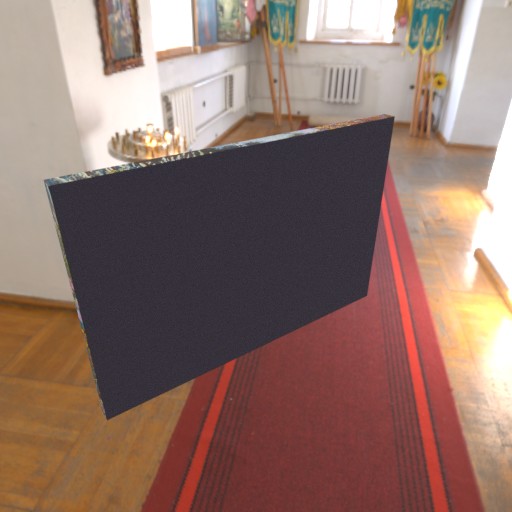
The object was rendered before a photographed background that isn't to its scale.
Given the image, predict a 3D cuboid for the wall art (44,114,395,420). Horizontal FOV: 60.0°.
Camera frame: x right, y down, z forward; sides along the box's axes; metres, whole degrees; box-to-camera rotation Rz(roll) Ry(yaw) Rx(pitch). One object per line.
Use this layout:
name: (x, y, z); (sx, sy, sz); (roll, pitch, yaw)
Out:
wall art: (0.000, 0.000, 1.162); (0.908, 0.604, 0.037); (-19, 35, -30)
